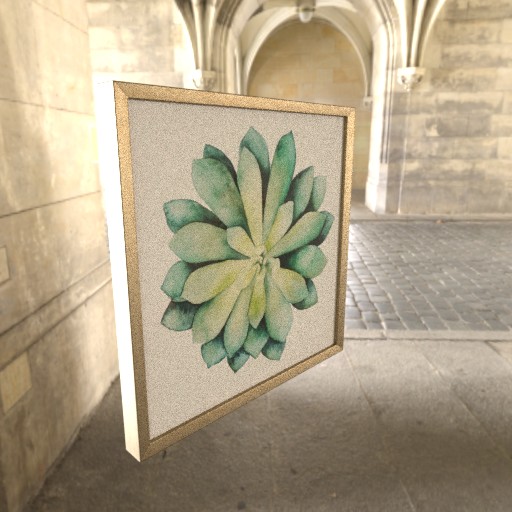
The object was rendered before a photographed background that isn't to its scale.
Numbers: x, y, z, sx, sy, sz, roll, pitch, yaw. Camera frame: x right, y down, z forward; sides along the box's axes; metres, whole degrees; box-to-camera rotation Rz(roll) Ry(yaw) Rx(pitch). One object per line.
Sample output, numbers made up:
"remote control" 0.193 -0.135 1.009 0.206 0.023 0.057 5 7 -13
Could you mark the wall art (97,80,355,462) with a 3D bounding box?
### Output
"wall art" 0.000 0.000 0.751 0.040 0.506 0.503 13 19 43
